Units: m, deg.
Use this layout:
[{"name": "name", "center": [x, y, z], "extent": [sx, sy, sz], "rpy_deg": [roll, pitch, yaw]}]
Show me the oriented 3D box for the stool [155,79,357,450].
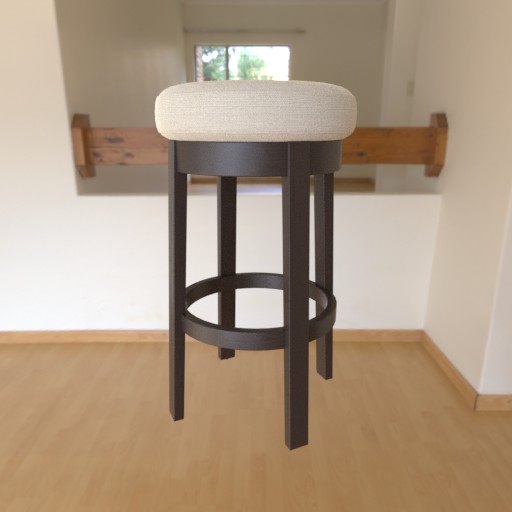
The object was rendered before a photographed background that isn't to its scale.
[{"name": "stool", "center": [0.000, 0.000, 1.050], "extent": [0.446, 0.758, 0.446], "rpy_deg": [0, 16, 0]}]
